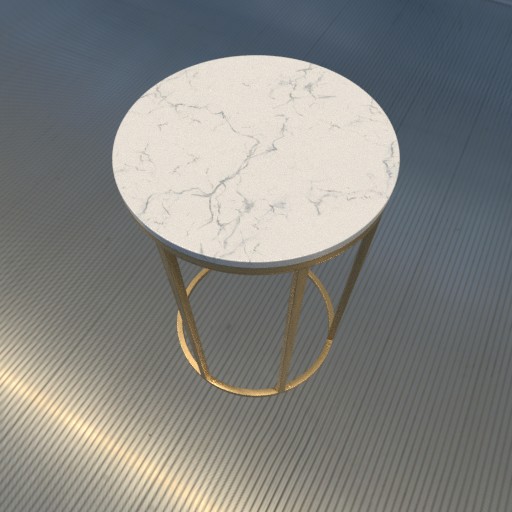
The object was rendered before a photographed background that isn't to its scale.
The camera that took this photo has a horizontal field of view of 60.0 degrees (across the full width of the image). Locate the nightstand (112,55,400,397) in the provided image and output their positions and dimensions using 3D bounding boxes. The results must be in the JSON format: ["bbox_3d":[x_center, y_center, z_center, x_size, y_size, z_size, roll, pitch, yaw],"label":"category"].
[{"bbox_3d":[0.000,0.000,0.883,0.400,0.610,0.400,-15,59,-9],"label":"nightstand"}]
